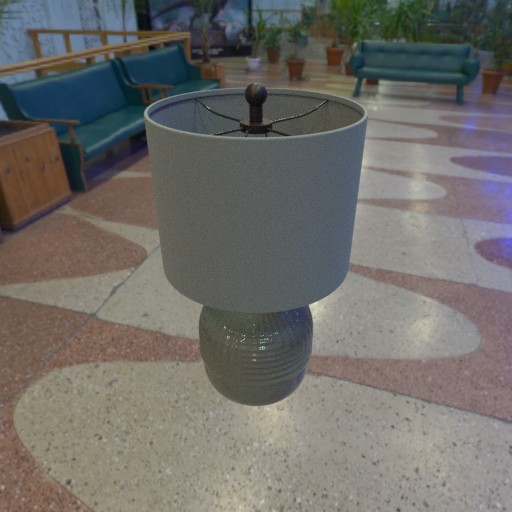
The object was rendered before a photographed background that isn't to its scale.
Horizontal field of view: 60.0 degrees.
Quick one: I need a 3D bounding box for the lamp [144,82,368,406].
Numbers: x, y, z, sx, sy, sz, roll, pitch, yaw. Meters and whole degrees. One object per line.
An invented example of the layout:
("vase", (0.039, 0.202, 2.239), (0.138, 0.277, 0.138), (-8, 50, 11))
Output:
("lamp", (0.000, 0.000, 0.769), (0.318, 0.567, 0.318), (0, 31, 0))
